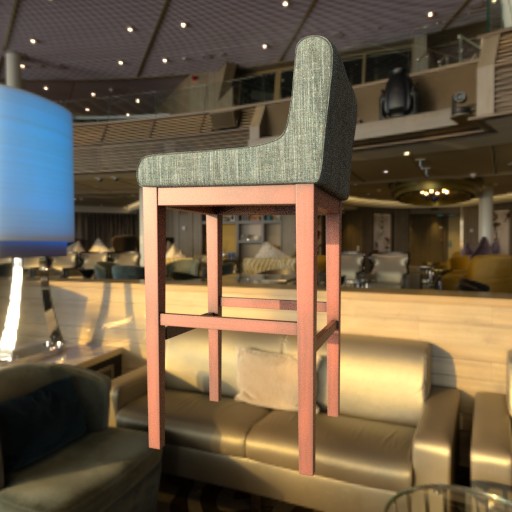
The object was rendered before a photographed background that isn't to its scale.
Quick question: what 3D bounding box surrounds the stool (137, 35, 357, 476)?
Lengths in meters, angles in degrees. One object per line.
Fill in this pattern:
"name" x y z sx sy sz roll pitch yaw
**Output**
"stool" 0.000 0.000 1.214 0.499 0.965 0.426 1 2 19
